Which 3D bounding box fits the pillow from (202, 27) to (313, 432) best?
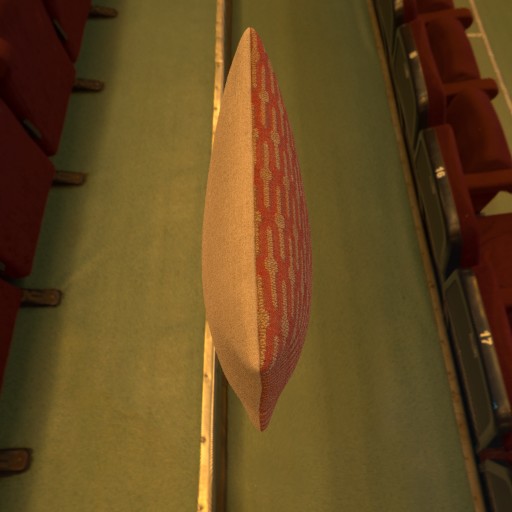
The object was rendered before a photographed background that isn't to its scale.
[{"bbox_3d":[0.000,0.000,0.755,0.182,0.503,0.511,-1,63,-1],"label":"pillow"}]
